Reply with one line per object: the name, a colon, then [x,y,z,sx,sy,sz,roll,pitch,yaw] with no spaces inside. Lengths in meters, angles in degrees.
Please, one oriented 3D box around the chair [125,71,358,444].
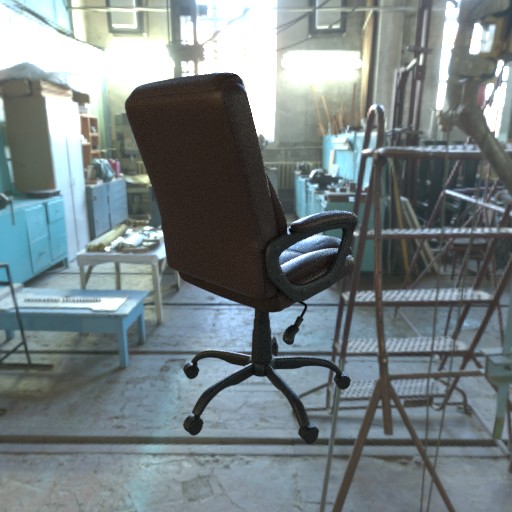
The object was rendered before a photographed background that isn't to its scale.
chair: [0.000,0.000,1.480,0.655,1.072,0.615,-14,20,-42]
